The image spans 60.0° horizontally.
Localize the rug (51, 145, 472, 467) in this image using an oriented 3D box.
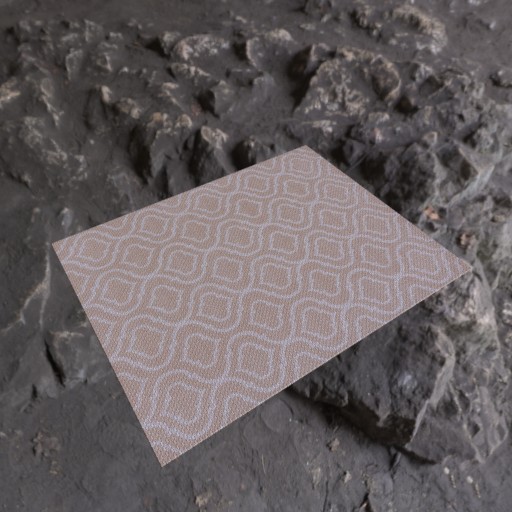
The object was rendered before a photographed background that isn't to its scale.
[{"bbox_3d":[0.000,0.000,3.872,2.894,0.013,2.286,-26,52,-23],"label":"rug"}]
